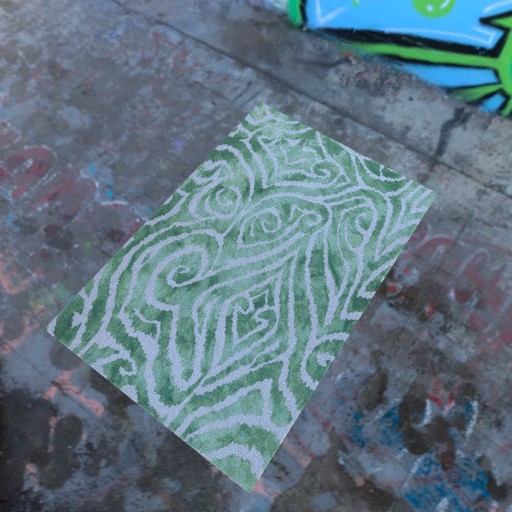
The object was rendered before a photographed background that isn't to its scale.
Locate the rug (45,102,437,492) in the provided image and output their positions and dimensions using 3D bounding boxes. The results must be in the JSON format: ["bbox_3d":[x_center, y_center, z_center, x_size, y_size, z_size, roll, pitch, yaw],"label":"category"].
[{"bbox_3d":[0.000,0.000,2.326,1.220,0.006,1.826,32,68,15],"label":"rug"}]
